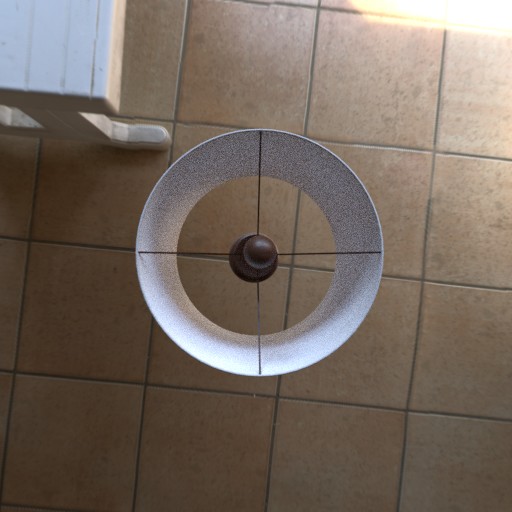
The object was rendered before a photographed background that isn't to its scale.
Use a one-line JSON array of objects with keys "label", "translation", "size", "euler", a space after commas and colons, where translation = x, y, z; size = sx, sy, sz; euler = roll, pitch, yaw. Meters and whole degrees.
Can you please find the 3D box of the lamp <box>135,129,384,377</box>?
[{"label": "lamp", "translation": [0.000, 0.000, 0.723], "size": [0.250, 0.597, 0.250], "euler": [0, 89, -1]}]
